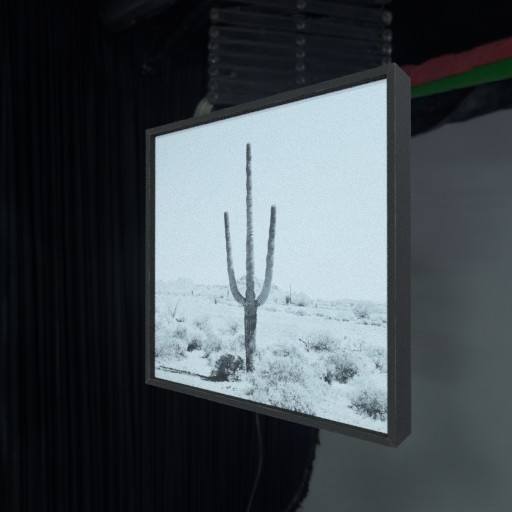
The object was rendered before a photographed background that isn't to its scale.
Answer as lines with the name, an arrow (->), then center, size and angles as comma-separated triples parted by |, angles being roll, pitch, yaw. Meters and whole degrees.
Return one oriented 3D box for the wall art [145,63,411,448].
wall art -> 0.000, 0.000, 0.457 | 0.305, 0.305, 0.038 | 0, 0, 37
